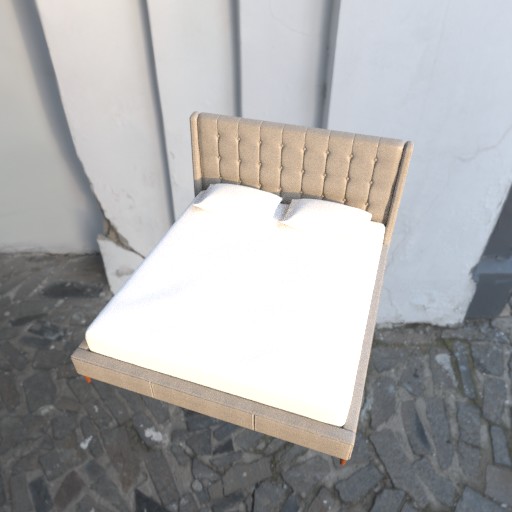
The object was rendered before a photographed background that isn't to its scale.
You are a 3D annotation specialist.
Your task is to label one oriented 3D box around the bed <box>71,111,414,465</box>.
[{"bbox_3d":[0.000,0.000,3.601,2.062,1.289,2.342,12,41,14],"label":"bed"}]
